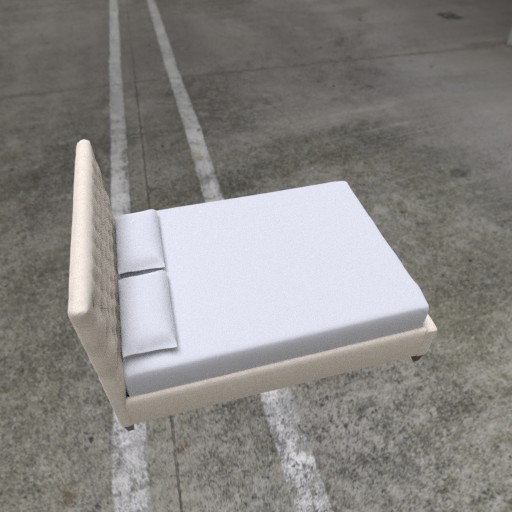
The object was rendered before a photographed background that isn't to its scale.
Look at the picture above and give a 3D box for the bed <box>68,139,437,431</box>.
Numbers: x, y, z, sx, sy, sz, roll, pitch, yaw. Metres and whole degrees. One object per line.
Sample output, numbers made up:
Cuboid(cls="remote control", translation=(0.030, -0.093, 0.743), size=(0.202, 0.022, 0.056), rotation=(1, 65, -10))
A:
Cuboid(cls="bed", translation=(0.000, 0.000, 3.461), size=(2.387, 1.427, 1.698), rotation=(-10, 46, -10))
